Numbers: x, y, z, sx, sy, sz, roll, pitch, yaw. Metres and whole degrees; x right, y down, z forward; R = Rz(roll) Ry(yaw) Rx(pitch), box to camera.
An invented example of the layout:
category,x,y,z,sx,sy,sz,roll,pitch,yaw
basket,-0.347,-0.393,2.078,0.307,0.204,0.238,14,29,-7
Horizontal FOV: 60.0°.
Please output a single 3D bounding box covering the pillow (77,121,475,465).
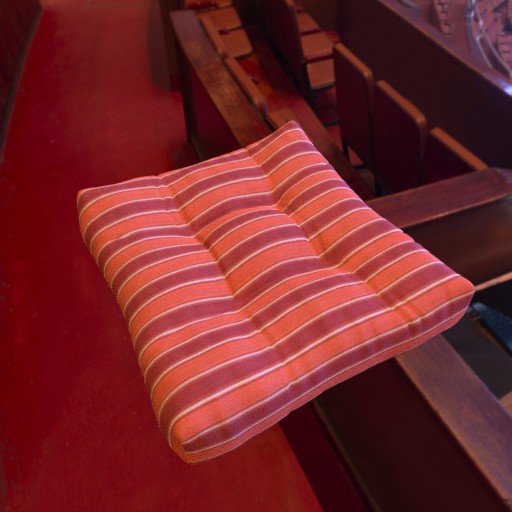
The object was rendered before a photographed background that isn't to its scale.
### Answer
category,x,y,z,sx,sy,sz,roll,pitch,yaw
pillow,0.000,0.000,0.714,0.468,0.133,0.490,-22,51,-19
